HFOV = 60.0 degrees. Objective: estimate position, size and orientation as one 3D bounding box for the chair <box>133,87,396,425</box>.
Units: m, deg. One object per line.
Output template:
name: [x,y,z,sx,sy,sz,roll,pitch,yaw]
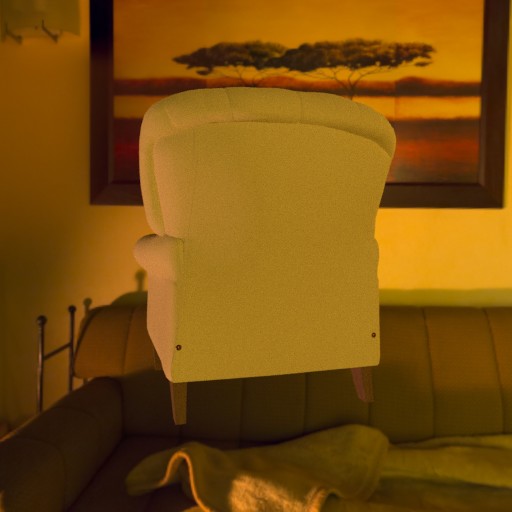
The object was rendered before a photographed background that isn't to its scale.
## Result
chair: [0.000,0.000,1.986,1.035,1.169,1.132,0,1,-17]
